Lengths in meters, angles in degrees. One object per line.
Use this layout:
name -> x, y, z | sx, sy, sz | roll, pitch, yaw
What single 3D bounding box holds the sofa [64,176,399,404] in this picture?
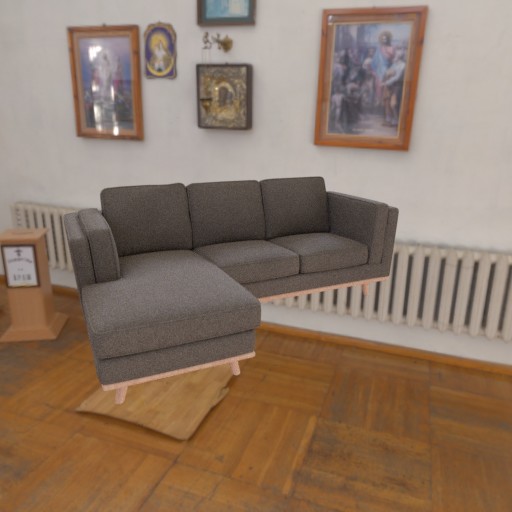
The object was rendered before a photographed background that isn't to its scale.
sofa -> 0.000, 0.000, 3.134 | 2.411, 0.929, 1.604 | -7, 18, -24
